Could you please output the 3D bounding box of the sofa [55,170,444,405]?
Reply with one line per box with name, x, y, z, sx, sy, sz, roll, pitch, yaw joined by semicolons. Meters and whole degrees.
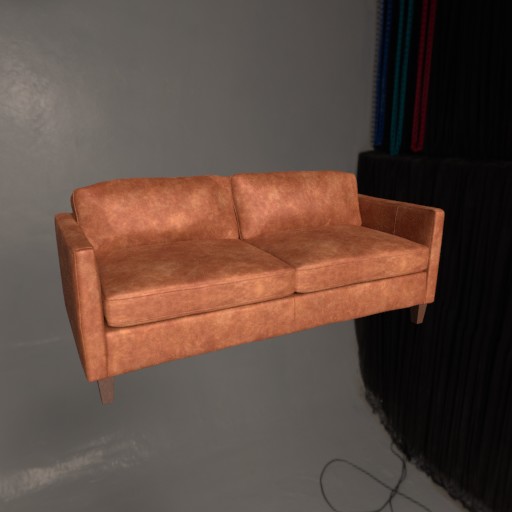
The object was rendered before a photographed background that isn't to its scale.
sofa;0.000;0.000;2.470;1.971;0.863;0.923;-8;17;-26
